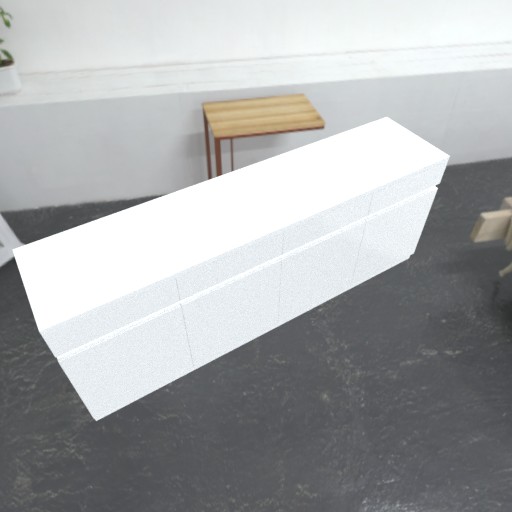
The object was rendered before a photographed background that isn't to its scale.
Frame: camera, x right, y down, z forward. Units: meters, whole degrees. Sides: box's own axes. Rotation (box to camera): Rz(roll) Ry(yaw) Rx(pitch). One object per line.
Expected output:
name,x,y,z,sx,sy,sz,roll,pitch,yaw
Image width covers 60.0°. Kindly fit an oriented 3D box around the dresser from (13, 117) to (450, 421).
dresser,0.000,0.000,2.498,2.200,0.840,0.500,-24,51,-21
